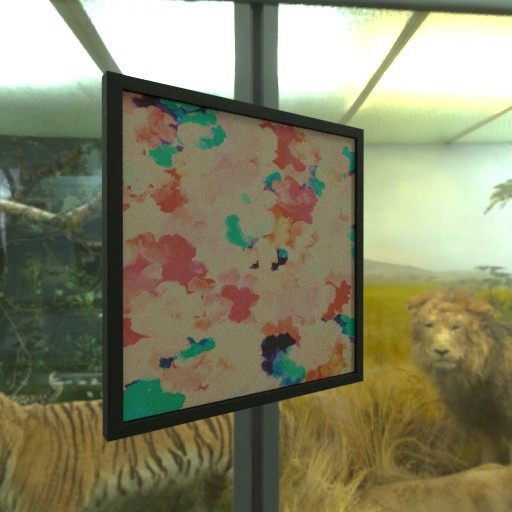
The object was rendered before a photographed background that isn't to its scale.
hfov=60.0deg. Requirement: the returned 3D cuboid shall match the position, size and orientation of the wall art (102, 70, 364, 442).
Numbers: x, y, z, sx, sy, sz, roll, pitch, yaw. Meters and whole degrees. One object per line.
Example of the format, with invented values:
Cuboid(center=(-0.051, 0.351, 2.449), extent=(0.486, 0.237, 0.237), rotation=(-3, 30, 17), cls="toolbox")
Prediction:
Cuboid(center=(0.000, 0.000, 0.456), extent=(0.306, 0.304, 0.015), rotation=(0, 1, -34), cls="wall art")
